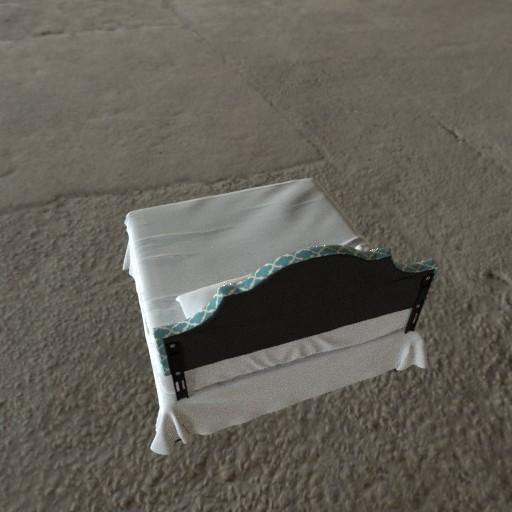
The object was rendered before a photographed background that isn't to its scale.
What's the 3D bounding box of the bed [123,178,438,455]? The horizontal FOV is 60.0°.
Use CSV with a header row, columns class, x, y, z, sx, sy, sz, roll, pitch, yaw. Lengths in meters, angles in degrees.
class,x,y,z,sx,sy,sz,roll,pitch,yaw
bed,0.000,0.000,3.786,2.314,1.601,2.222,-13,42,-14
